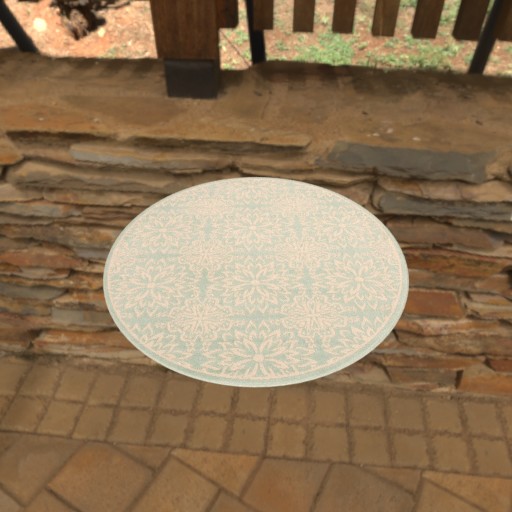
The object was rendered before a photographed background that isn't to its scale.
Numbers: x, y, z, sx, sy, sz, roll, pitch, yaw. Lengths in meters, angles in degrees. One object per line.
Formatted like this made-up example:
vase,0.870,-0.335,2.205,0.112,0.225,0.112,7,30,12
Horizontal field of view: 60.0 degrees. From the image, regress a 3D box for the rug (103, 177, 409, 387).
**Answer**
rug,0.000,0.000,2.383,1.593,0.012,1.593,0,42,0
